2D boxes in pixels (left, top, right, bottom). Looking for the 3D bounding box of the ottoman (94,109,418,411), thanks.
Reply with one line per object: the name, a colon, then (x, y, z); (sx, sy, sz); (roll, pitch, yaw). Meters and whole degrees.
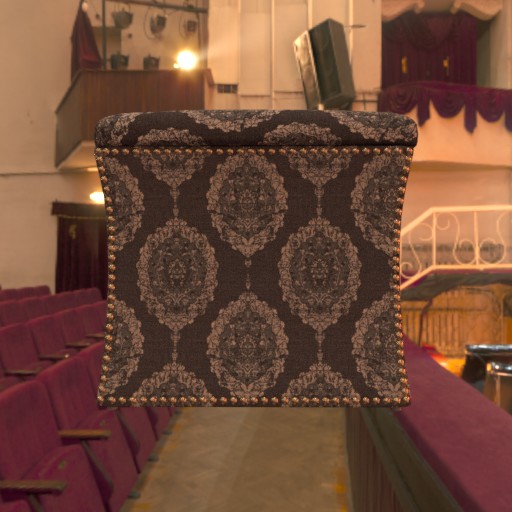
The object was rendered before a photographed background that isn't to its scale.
ottoman: (0.000, 0.000, 0.896); (0.507, 0.475, 0.497); (0, -1, 0)
